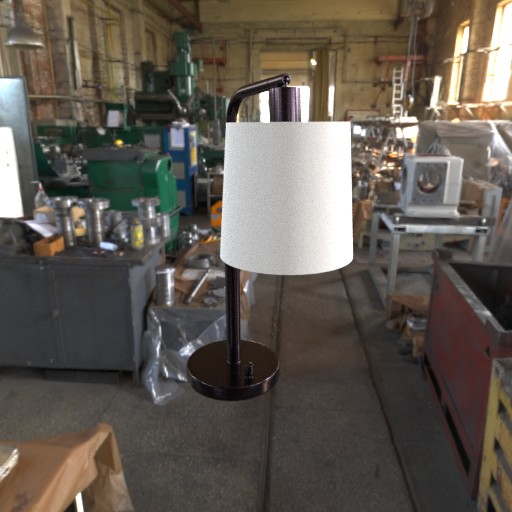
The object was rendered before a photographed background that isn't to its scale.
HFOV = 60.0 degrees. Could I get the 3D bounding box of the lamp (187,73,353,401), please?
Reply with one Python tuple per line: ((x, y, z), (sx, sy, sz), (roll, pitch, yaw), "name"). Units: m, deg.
((0.000, 0.000, 0.654), (0.171, 0.489, 0.333), (-9, 19, -28), "lamp")
